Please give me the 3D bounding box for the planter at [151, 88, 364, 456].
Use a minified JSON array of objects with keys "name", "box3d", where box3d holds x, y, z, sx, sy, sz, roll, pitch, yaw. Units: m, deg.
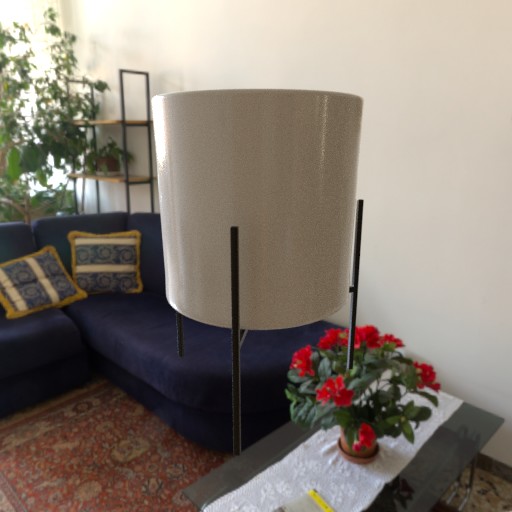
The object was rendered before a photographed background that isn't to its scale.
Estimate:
[{"name":"planter","box3d":[0.000,0.000,0.639,0.307,0.431,0.308,2,15,8]}]
